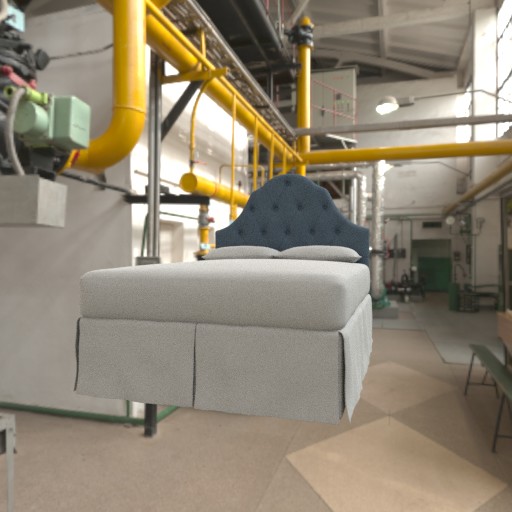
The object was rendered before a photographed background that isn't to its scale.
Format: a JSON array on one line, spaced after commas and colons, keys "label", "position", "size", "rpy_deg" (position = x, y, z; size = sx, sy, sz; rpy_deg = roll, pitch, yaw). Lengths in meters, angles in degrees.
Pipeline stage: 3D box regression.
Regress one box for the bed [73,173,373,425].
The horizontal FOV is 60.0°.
[{"label": "bed", "position": [0.000, 0.000, 3.328], "size": [1.636, 1.575, 2.155], "rpy_deg": [0, 1, 18]}]
